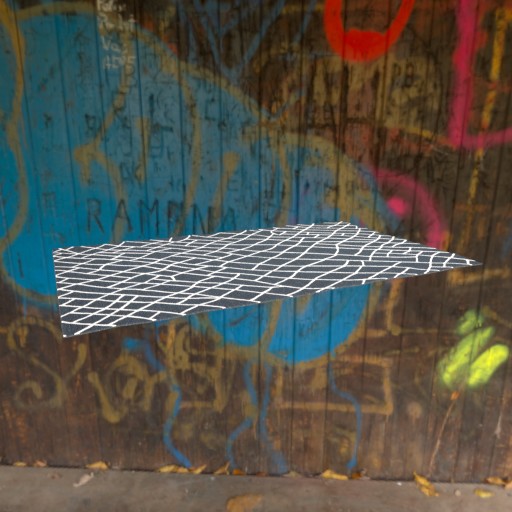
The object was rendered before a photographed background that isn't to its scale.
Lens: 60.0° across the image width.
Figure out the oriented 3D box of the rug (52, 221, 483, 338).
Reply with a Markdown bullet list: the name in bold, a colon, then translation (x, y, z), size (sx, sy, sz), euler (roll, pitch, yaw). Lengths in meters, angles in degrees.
- **rug**: translation (0.000, 0.000, 2.955), size (2.448, 0.017, 1.529), euler (-7, 17, -24)
